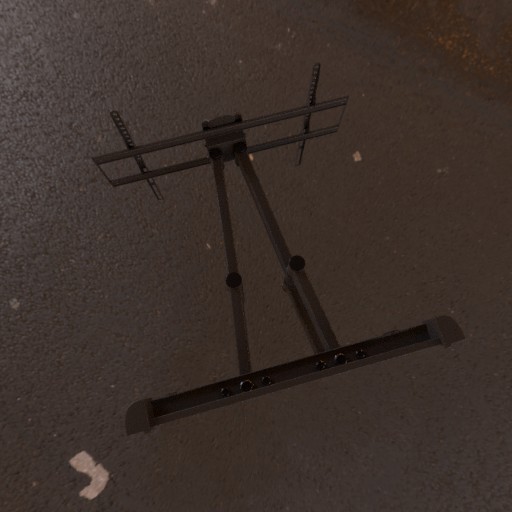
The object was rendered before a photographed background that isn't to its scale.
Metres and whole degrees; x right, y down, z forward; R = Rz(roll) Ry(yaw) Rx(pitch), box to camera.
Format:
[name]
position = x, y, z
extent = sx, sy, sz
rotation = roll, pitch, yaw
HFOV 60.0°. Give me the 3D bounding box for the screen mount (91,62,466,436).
[screen mount]
position = 0.000, 0.000, 1.098
extent = 0.661, 0.491, 0.644
rotation = -15, 76, -4
